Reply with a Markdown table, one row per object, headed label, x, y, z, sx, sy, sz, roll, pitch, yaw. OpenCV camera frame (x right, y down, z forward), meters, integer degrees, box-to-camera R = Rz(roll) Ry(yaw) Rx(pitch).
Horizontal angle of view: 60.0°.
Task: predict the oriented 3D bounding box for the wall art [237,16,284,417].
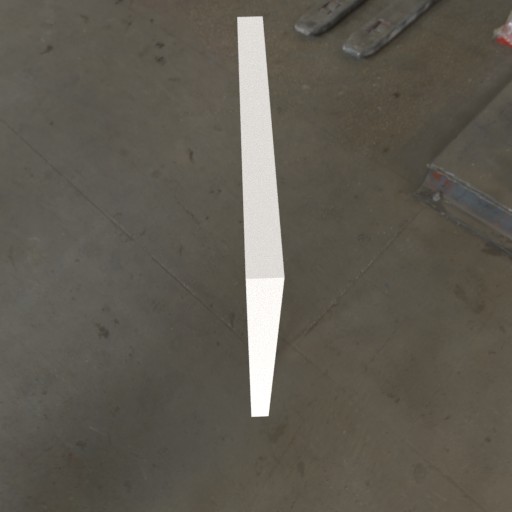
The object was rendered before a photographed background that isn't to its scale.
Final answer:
| label | x | y | z | sx | sy | sz | roll | pitch | yaw |
| --- | --- | --- | --- | --- | --- | --- | --- | --- | --- |
| wall art | 0.000 | 0.000 | 0.544 | 0.025 | 0.428 | 0.293 | -2 | 59 | -1 |
